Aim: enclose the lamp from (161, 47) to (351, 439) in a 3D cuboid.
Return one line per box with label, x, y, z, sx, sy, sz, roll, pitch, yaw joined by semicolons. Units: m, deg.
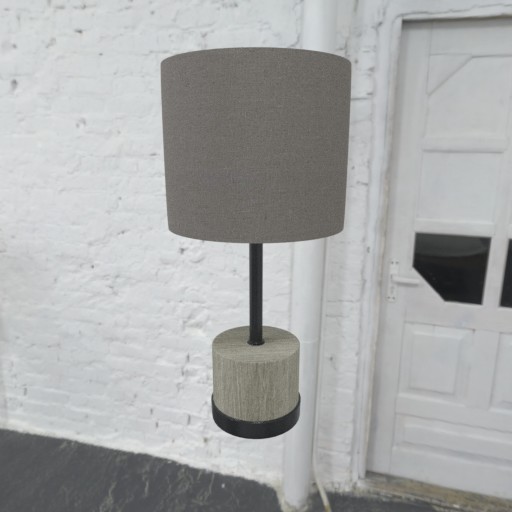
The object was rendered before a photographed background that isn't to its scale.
lamp;0.000;0.000;0.593;0.229;0.470;0.229;-2;14;-7
